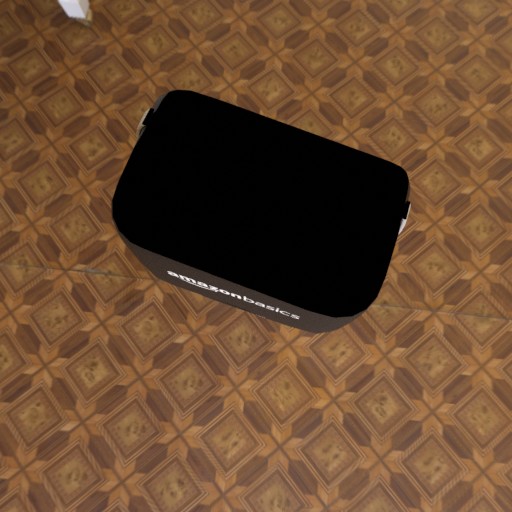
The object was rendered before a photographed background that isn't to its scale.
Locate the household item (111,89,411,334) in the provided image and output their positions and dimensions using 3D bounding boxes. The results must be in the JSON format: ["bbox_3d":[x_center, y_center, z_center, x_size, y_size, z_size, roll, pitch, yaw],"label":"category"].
[{"bbox_3d":[0.000,0.000,0.145,0.070,0.114,0.038,19,76,5],"label":"household item"}]
